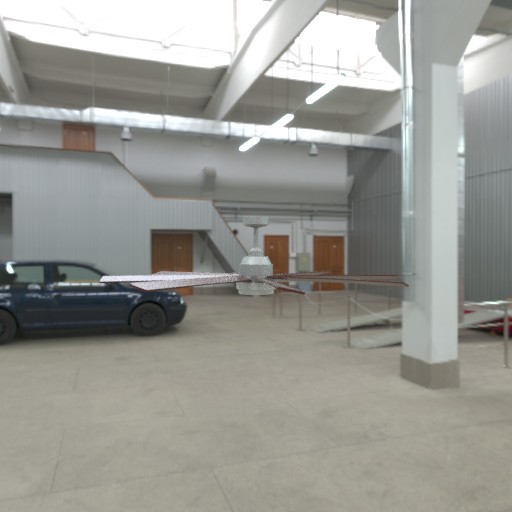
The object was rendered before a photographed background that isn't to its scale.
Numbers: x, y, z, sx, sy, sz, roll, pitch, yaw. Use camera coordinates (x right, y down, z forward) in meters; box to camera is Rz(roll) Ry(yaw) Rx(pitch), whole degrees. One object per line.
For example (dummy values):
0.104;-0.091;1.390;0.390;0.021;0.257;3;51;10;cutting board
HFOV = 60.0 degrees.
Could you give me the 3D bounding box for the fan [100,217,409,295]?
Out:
0.000;0.000;2.731;1.830;0.472;1.830;0;1;36;fan
